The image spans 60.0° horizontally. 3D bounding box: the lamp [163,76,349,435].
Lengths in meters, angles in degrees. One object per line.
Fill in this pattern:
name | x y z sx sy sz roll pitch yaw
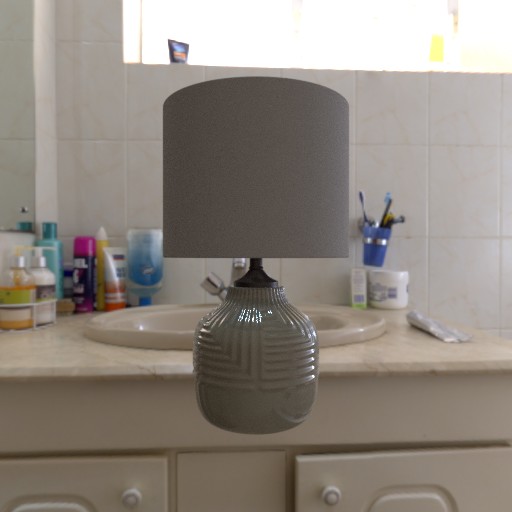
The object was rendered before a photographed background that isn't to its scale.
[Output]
lamp | 0.000 0.000 0.772 0.318 0.567 0.318 0 0 0
